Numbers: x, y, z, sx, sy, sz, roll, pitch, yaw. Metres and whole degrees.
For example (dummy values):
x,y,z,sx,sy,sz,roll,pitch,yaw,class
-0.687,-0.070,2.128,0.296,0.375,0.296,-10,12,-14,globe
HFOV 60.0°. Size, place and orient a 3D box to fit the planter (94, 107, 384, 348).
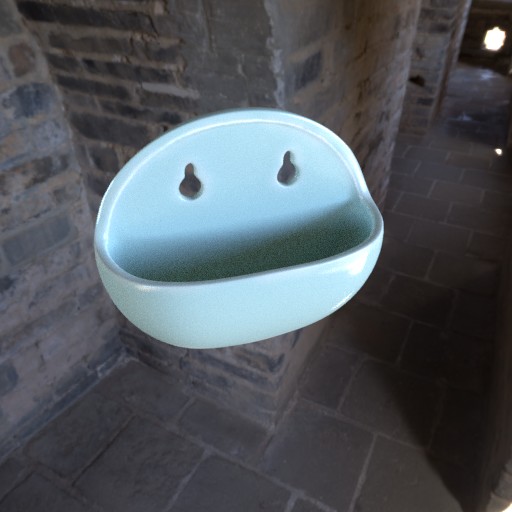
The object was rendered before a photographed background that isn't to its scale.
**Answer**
x,y,z,sx,sy,sz,roll,pitch,yaw,class
0.000,0.000,0.276,0.189,0.164,0.073,-11,36,-15,planter
